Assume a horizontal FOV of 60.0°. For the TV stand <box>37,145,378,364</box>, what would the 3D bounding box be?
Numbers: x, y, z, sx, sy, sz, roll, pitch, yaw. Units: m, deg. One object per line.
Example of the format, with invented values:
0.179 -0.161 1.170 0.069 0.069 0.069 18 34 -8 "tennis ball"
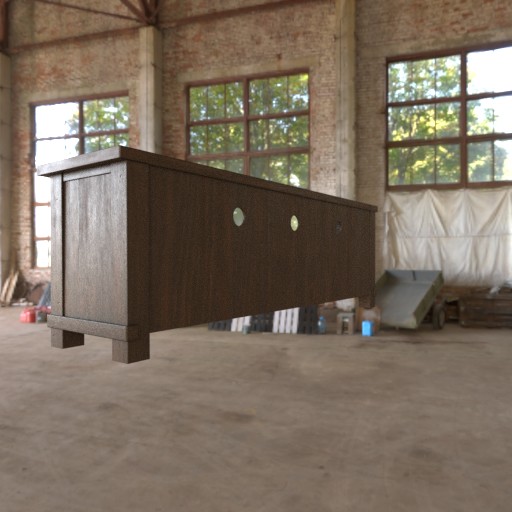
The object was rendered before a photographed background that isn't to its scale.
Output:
0.000 0.000 2.110 0.471 0.615 1.866 0 0 37 "TV stand"
